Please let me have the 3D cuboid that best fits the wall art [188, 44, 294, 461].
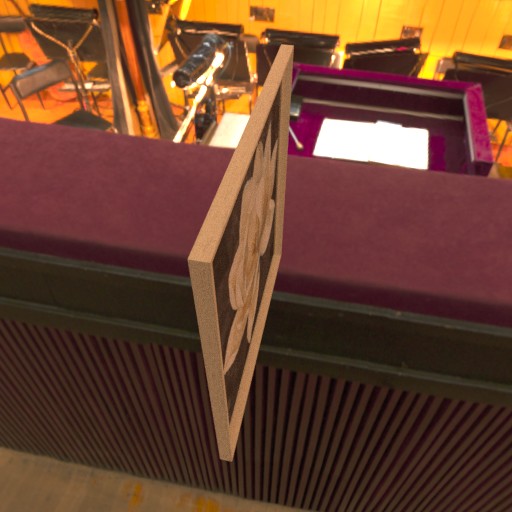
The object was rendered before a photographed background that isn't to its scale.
[{"bbox_3d":[0.000,0.000,1.516,0.045,1.016,1.016,9,47,8],"label":"wall art"}]
